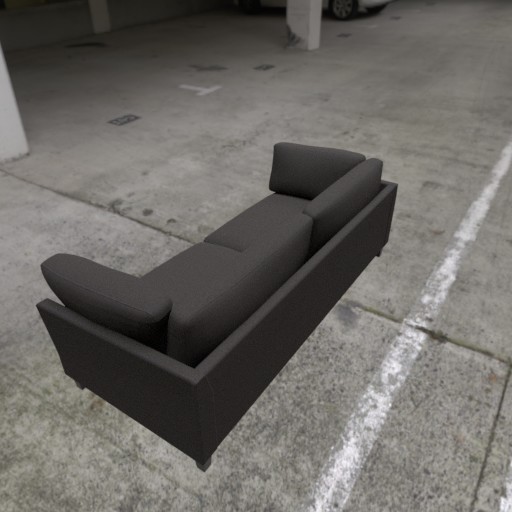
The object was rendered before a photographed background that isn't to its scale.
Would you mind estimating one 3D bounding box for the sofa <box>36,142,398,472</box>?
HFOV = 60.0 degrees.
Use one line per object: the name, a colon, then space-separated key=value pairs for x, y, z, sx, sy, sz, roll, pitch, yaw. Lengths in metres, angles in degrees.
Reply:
sofa: x=0.000 y=0.000 z=2.723 sx=0.969 sy=0.792 sz=2.312 roll=19 pitch=37 yaw=28
